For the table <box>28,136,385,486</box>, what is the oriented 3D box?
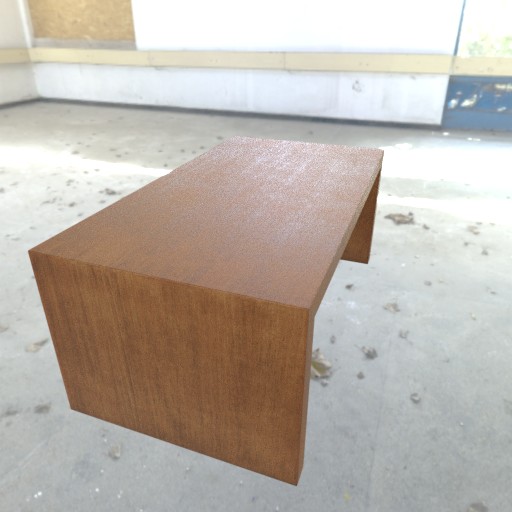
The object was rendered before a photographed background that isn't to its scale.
[{"bbox_3d":[0.000,0.000,1.264,0.549,0.419,1.000,10,30,18],"label":"table"}]
